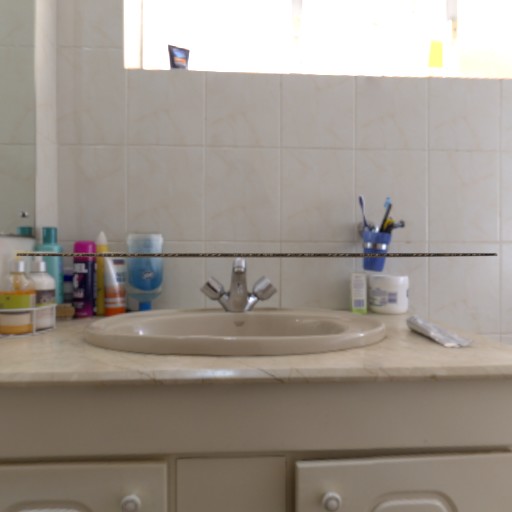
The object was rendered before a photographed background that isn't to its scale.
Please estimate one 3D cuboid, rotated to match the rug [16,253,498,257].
[{"bbox_3d":[0.000,0.000,3.792,2.902,0.017,2.305,0,0,-1],"label":"rug"}]
